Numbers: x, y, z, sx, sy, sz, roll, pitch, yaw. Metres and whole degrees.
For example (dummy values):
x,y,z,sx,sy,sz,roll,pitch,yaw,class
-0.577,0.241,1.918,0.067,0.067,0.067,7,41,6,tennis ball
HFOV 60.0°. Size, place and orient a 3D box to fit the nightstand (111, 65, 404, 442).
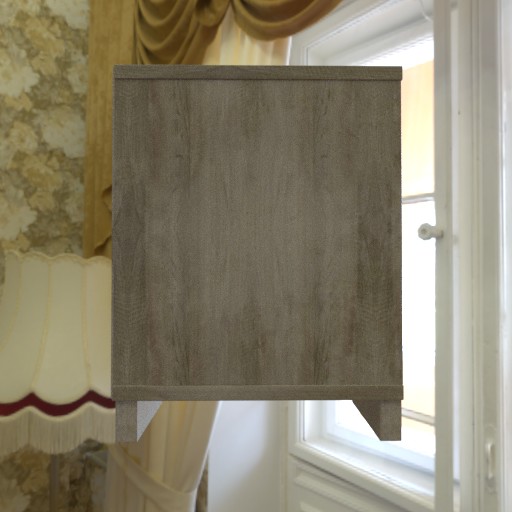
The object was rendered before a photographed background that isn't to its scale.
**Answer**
x,y,z,sx,sy,sz,roll,pitch,yaw,class
0.000,0.000,0.738,0.347,0.448,0.427,0,-1,-1,nightstand
